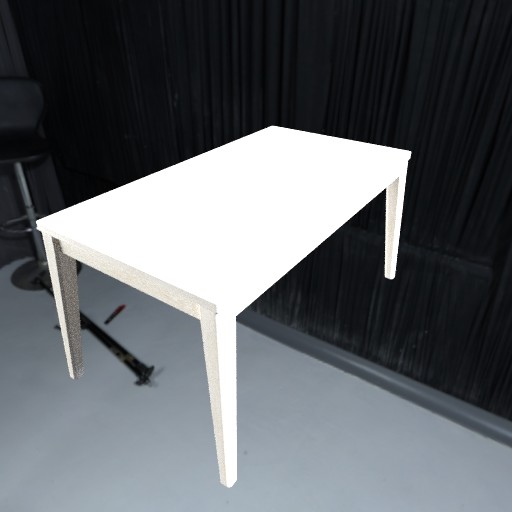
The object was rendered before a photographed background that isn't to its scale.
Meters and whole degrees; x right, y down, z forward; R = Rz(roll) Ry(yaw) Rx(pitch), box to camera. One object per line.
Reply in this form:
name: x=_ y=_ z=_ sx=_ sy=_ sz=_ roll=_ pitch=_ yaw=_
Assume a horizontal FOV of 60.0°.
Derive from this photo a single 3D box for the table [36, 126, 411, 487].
table: x=0.000 y=0.000 z=2.104 sx=0.900 sy=0.760 sz=1.600 roll=20 pitch=37 yaw=29
